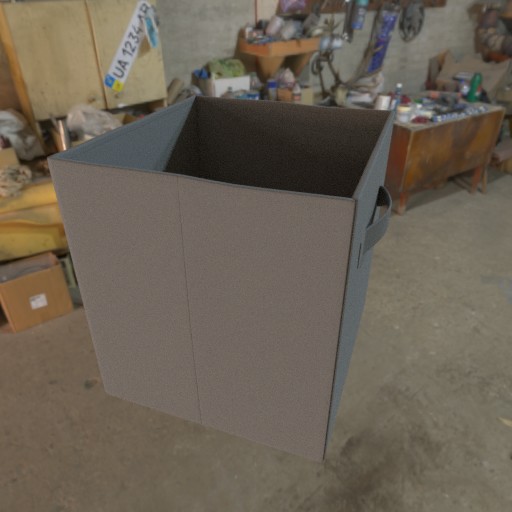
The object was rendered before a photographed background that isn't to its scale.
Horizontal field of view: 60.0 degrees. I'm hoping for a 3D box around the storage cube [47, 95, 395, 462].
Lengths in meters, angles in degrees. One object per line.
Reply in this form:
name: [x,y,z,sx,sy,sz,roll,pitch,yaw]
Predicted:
storage cube: [0.000,0.000,0.497,0.270,0.280,0.270,11,33,17]
